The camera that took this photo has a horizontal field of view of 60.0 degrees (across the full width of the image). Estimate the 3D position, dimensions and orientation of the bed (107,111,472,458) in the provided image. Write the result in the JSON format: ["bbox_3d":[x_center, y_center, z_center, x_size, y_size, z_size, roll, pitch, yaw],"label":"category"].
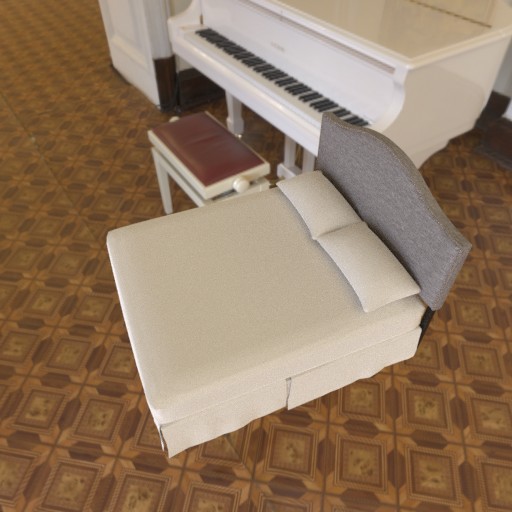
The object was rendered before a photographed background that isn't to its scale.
[{"bbox_3d":[0.000,0.000,2.971,1.870,1.295,1.610,-17,49,-15],"label":"bed"}]
